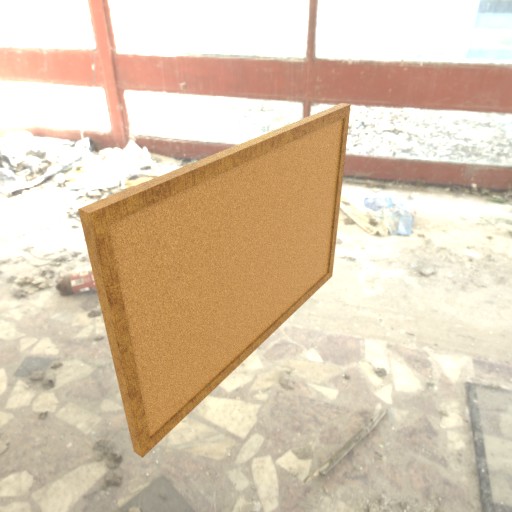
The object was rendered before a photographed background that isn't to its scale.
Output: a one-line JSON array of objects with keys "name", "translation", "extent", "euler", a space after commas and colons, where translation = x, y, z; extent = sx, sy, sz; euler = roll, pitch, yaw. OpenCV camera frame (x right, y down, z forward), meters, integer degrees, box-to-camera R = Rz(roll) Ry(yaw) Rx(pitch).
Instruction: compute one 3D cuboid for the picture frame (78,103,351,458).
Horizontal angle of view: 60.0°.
[{"name": "picture frame", "translation": [0.000, 0.000, 1.179], "extent": [0.029, 0.621, 0.922], "euler": [21, 37, 30]}]
